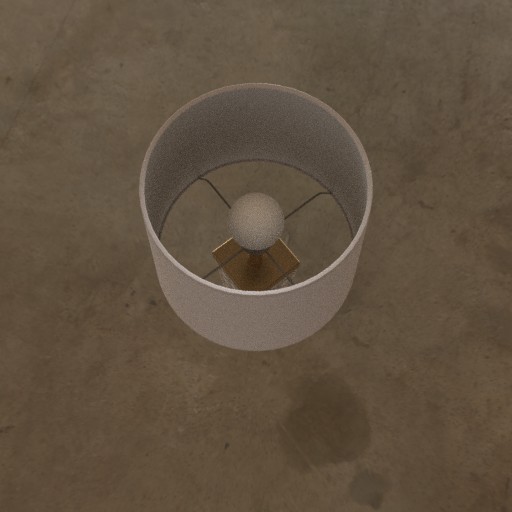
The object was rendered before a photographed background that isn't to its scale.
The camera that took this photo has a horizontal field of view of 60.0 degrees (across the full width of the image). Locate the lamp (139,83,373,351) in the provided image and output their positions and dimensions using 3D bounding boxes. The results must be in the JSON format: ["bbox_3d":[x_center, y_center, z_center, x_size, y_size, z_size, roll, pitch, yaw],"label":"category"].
[{"bbox_3d":[0.000,0.000,0.584,0.251,0.435,0.251,0,73,0],"label":"lamp"}]
